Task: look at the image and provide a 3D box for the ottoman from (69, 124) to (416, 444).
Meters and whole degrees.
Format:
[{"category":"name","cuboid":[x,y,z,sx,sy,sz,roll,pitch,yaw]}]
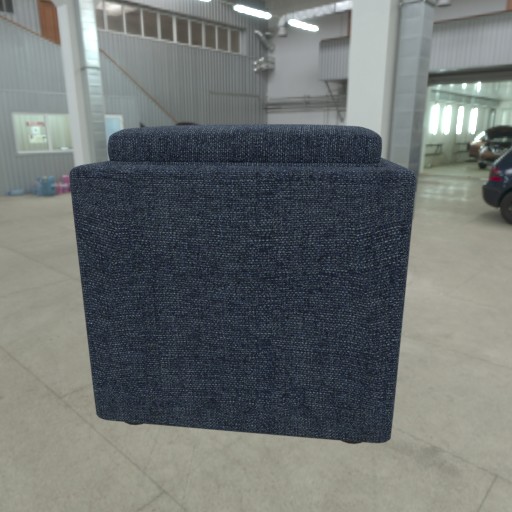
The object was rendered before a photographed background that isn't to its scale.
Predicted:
[{"category":"ottoman","cuboid":[0.000,0.000,0.810,0.450,0.460,0.450,2,16,7]}]
